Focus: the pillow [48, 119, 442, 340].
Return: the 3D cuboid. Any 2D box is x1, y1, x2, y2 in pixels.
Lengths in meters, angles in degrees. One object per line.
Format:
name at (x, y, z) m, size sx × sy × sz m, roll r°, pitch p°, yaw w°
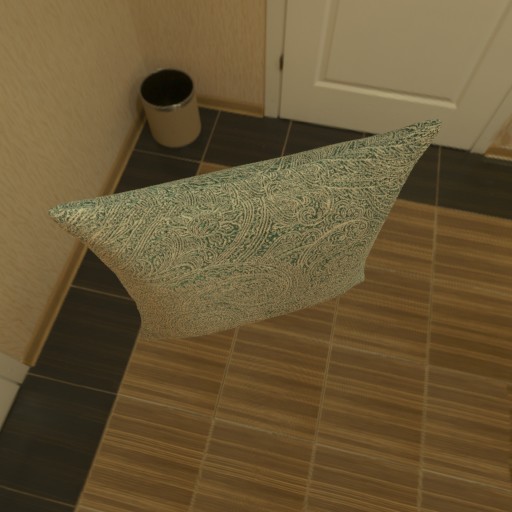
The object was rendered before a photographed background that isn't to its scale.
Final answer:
pillow at (0.000, 0.000, 0.788) m, size 0.526 × 0.507 × 0.166 m, roll -14°, pitch 64°, yaw -7°
